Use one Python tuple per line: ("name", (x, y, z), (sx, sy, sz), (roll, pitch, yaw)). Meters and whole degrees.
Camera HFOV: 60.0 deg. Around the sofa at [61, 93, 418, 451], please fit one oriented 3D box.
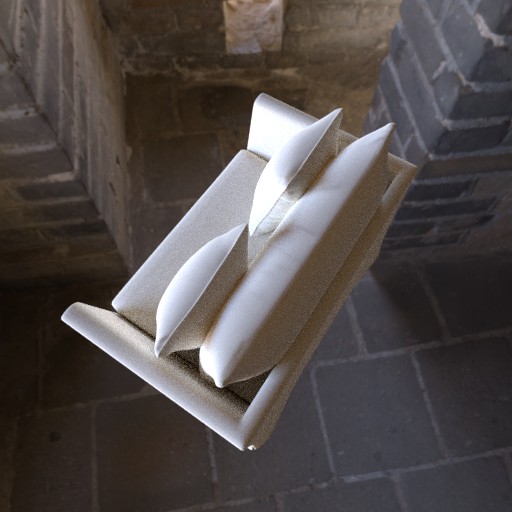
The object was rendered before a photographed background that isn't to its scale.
("sofa", (0.000, 0.000, 2.277), (1.026, 1.039, 1.608), (30, 67, 14))
